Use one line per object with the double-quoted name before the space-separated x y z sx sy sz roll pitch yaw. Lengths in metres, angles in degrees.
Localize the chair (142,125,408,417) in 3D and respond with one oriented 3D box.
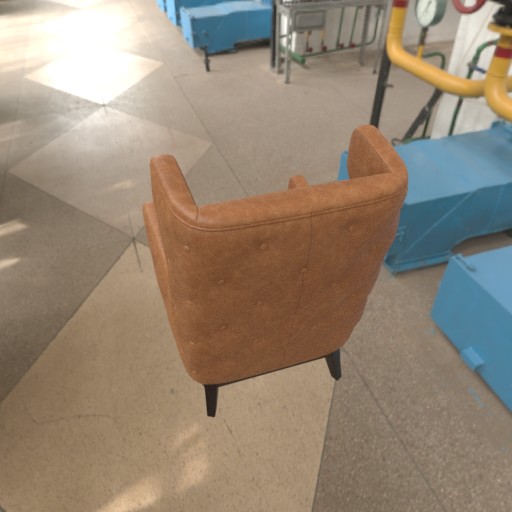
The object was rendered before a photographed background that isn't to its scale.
"chair" 0.000 0.000 1.712 0.766 1.079 0.899 -12 41 -14
